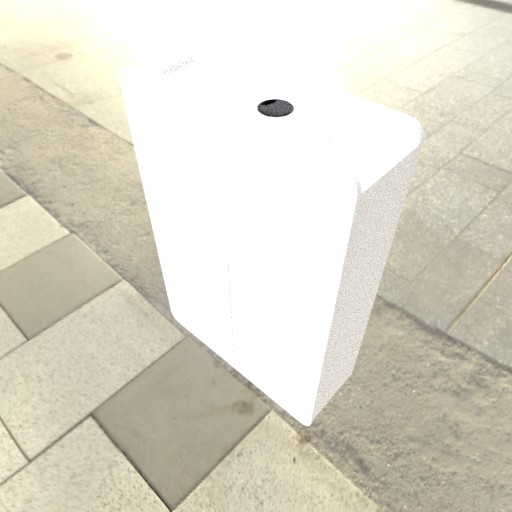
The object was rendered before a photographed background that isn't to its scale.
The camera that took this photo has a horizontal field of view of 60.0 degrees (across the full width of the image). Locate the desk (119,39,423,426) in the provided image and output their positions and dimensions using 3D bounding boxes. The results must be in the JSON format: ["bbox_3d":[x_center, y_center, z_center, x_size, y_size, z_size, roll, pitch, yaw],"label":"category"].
[{"bbox_3d":[0.000,0.000,1.533,0.795,1.190,0.278,33,54,28],"label":"desk"}]
